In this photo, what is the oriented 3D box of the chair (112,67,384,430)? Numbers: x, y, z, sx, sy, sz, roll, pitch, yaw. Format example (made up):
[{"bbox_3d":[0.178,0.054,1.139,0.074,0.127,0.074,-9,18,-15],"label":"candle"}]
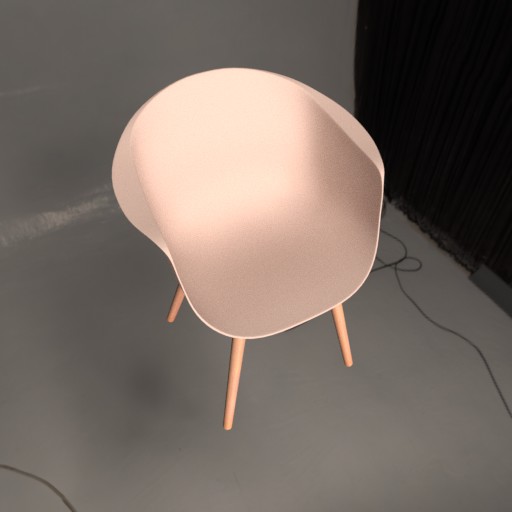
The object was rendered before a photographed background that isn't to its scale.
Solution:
[{"bbox_3d":[0.000,0.000,1.160,0.593,0.781,0.504,-21,50,-19],"label":"chair"}]
